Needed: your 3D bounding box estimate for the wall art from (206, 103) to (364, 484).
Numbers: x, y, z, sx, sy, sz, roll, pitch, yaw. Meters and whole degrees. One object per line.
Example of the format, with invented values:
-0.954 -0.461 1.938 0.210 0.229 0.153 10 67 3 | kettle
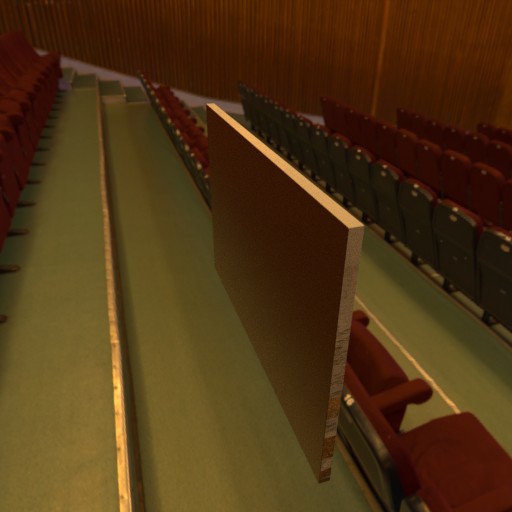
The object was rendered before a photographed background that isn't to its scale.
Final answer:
0.000 0.000 1.182 0.027 0.610 0.932 -9 31 -16 | wall art
